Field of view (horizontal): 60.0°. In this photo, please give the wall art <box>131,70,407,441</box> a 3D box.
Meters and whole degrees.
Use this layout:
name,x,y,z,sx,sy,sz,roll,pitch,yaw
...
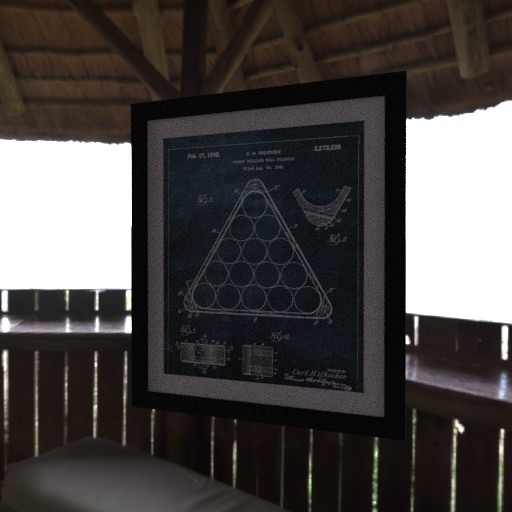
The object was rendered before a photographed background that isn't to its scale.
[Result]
name,x,y,z,sx,sy,sz,roll,pitch,yaw
wall art,0.000,0.000,0.485,0.311,0.361,0.010,0,1,18
